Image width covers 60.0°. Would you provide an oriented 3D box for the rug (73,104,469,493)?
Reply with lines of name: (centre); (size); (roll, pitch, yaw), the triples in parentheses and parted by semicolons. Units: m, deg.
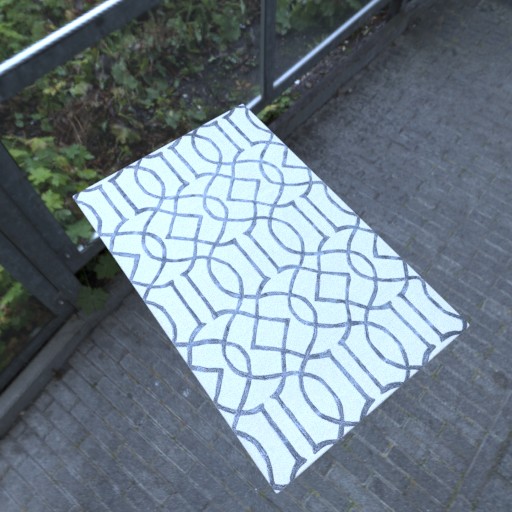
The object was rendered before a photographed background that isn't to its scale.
rug: (0.000, 0.000, 2.957); (1.521, 0.017, 2.365); (-34, 67, -16)
